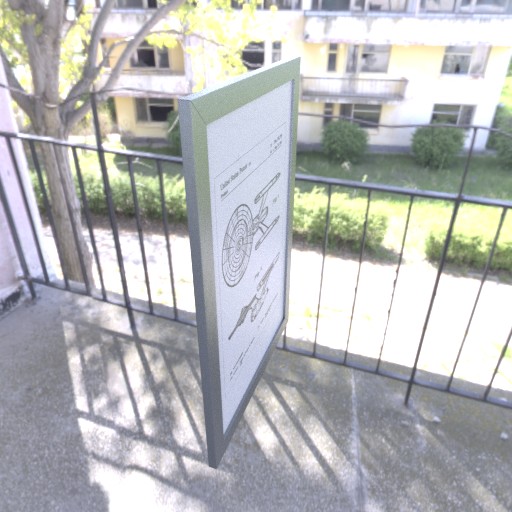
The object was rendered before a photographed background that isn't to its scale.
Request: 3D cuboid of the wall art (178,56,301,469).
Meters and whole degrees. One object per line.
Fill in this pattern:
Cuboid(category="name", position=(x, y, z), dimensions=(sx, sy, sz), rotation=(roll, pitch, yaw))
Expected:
Cuboid(category="wall art", position=(0.000, 0.000, 0.683), dimensions=(0.013, 0.529, 0.376), rotation=(10, 32, 17))
